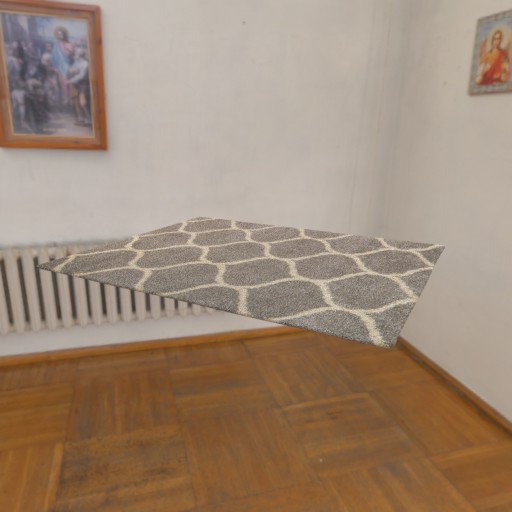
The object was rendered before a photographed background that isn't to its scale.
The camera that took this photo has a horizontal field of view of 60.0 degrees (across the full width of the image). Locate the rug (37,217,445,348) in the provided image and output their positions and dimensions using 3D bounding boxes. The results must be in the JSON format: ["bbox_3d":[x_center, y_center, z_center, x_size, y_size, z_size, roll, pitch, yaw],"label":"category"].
[{"bbox_3d":[0.000,0.000,4.101,3.000,0.026,2.399,9,19,27],"label":"rug"}]
